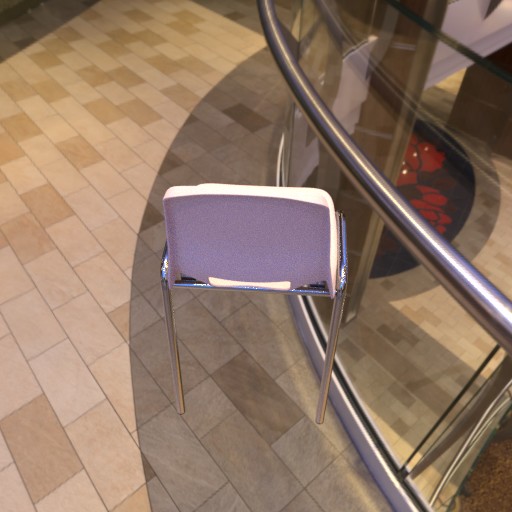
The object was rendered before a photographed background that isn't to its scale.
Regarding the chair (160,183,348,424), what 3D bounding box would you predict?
[{"bbox_3d":[0.000,0.000,0.957,0.381,0.704,0.436,3,48,3],"label":"chair"}]
